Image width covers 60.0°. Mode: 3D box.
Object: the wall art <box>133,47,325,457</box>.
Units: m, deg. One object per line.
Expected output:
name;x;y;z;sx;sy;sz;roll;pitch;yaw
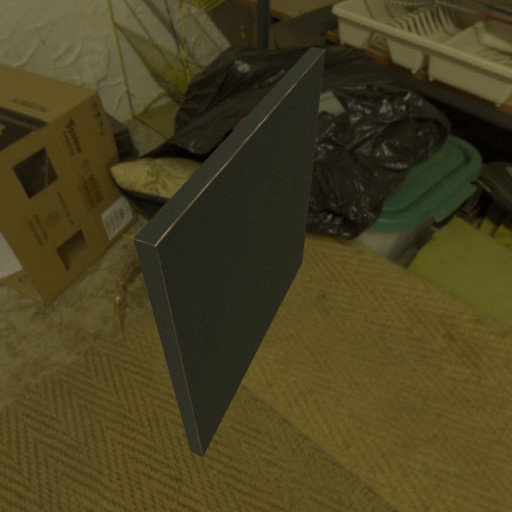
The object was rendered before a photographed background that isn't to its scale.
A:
wall art;0.000;0.000;0.448;0.015;0.303;0.304;17;48;17
